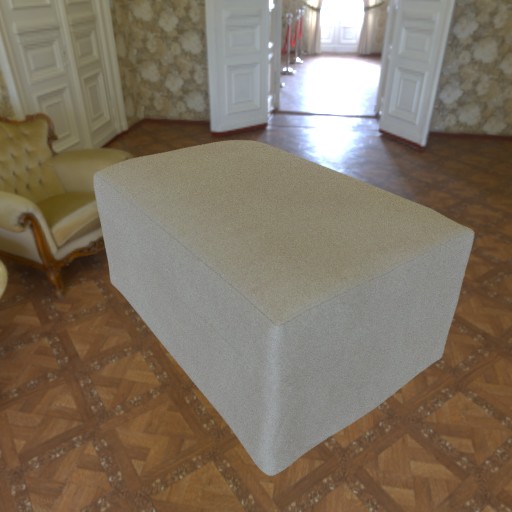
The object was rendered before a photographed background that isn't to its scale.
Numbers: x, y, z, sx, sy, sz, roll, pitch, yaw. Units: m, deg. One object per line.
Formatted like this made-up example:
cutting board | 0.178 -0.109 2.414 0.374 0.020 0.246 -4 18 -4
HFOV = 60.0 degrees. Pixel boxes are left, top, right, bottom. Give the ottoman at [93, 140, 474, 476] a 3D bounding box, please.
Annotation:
ottoman | 0.000 0.000 1.195 0.590 0.444 0.872 -21 37 -31
